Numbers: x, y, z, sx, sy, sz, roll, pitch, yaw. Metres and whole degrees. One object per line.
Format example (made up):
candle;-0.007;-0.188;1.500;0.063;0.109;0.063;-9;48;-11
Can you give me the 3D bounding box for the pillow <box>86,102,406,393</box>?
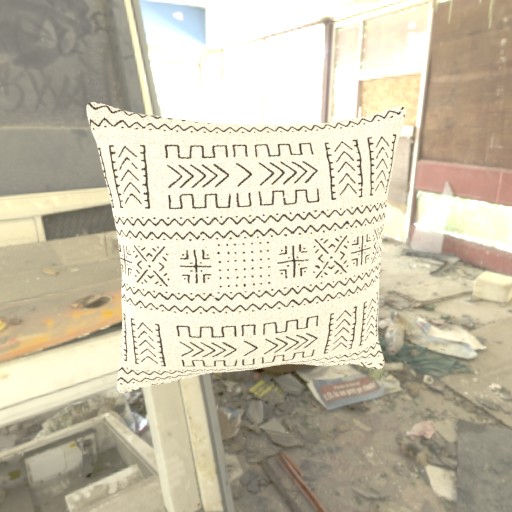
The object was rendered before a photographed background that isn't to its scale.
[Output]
pillow;0.000;0.000;0.658;0.438;0.430;0.164;-3;18;-8
